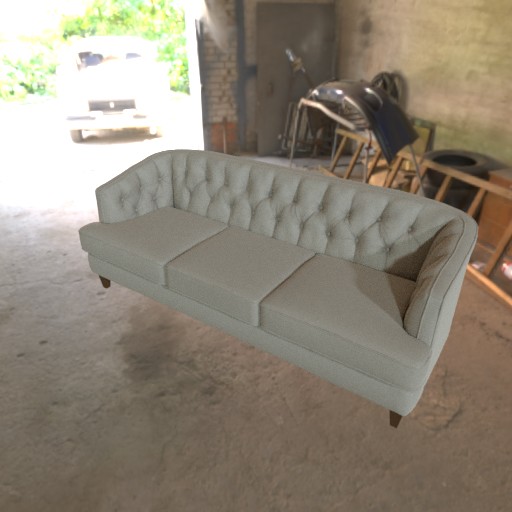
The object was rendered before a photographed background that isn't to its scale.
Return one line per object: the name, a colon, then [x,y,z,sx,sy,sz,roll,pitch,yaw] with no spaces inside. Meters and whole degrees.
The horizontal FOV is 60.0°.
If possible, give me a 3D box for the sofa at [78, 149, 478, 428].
sofa: [0.000,0.000,2.693,2.278,0.855,0.941,19,34,30]
